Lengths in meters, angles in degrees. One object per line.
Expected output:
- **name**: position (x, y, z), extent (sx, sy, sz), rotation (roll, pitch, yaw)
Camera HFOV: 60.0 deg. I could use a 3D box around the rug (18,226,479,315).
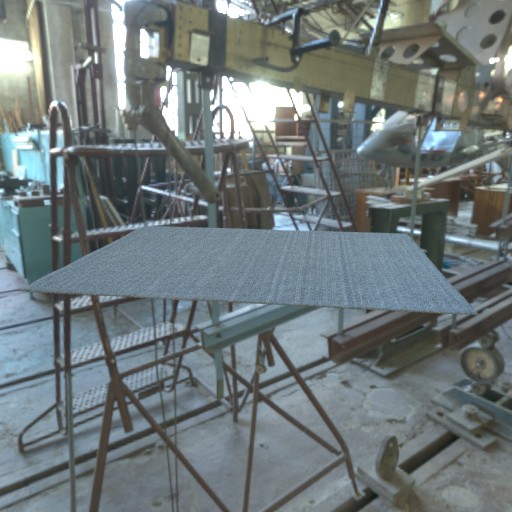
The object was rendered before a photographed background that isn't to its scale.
- **rug**: position (0.000, 0.000, 4.184), extent (3.200, 0.007, 2.443), rotation (2, 15, 8)
